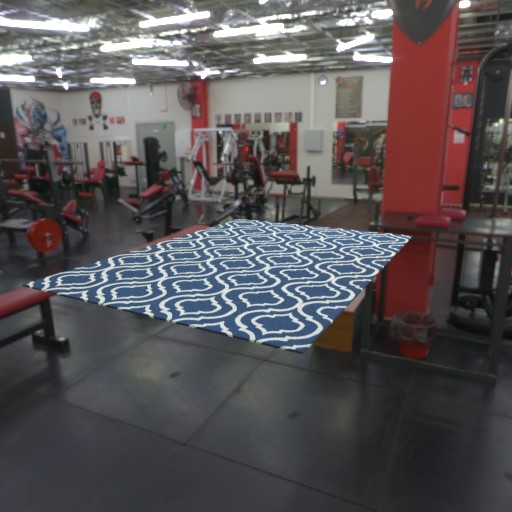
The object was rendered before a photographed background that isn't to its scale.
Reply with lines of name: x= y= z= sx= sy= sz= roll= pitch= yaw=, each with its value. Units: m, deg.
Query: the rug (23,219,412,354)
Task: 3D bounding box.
rug: x=0.000 y=0.000 z=2.782 sx=1.524 sy=0.010 sz=2.134 roll=8 pitch=17 yaw=27
